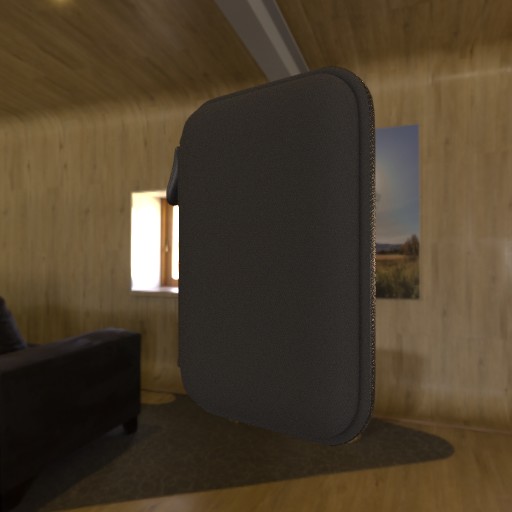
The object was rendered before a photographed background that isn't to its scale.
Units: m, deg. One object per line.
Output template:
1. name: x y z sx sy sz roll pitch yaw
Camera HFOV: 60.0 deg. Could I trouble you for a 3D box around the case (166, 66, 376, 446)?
1. case: 0.000 0.000 0.194 0.107 0.147 0.030 0 0 36
